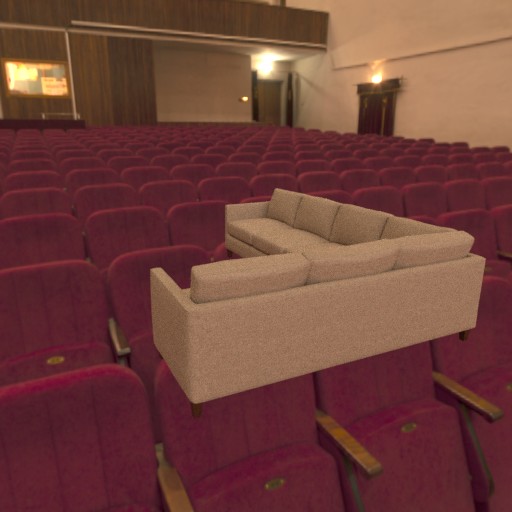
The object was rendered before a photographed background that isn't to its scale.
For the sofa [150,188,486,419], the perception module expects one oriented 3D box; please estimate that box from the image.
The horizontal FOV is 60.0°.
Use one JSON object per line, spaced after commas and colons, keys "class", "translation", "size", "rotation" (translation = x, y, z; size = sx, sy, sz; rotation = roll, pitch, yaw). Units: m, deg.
{"class": "sofa", "translation": [0.000, 0.000, 4.477], "size": [2.522, 0.934, 3.333], "rotation": [-8, 18, -25]}
